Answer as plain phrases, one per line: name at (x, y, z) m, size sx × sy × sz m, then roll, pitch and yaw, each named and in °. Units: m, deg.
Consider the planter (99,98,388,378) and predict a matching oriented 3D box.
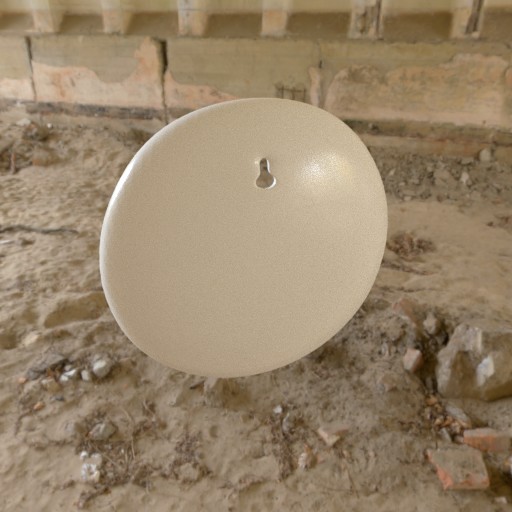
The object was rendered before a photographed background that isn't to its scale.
planter at (0.000, 0.000, 0.277) m, size 0.185 × 0.188 × 0.043 m, roll -8°, pitch 28°, yaw -16°
